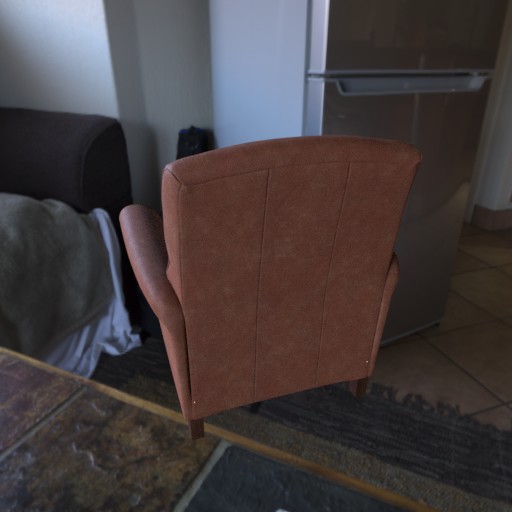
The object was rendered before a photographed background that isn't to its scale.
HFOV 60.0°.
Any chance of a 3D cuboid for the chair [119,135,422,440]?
[{"bbox_3d":[0.000,0.000,1.748,0.978,1.061,0.902,-8,27,-17],"label":"chair"}]
